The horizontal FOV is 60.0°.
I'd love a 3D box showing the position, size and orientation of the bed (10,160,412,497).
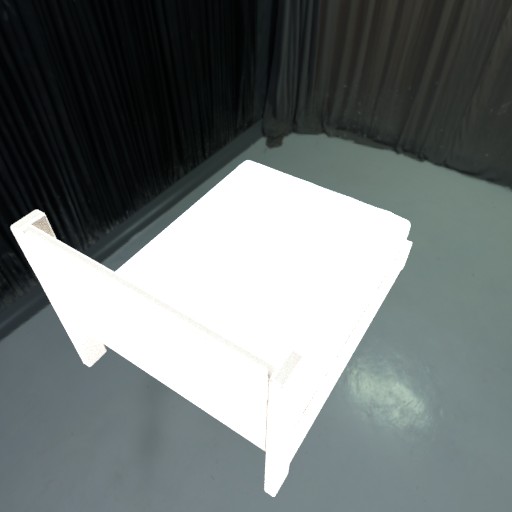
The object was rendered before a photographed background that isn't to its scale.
[{"bbox_3d":[0.000,0.000,3.304,1.778,1.471,2.293,25,51,22],"label":"bed"}]
